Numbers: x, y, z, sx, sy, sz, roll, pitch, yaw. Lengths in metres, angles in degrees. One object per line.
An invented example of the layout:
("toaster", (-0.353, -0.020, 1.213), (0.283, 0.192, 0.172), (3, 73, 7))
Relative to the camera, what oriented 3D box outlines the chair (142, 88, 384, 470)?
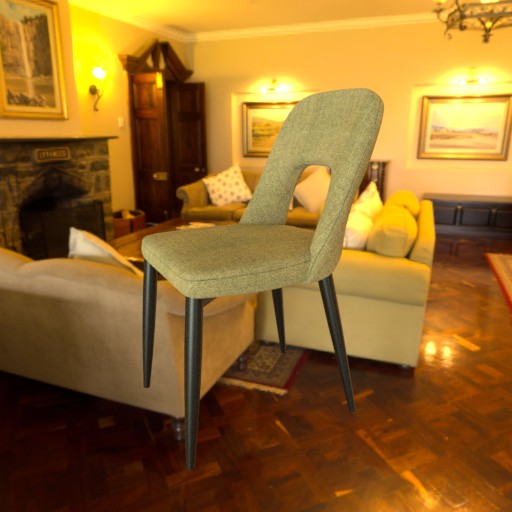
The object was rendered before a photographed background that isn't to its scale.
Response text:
("chair", (0.000, 0.000, 1.289), (0.612, 0.931, 0.470), (-8, 18, -27))
